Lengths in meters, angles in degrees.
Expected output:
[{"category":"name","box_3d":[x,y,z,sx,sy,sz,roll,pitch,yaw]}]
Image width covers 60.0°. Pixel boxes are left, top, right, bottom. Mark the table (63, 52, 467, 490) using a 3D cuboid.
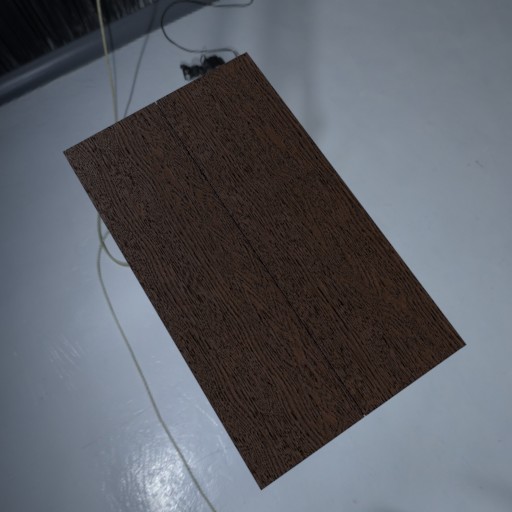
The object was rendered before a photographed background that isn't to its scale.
[{"category":"table","box_3d":[0.000,0.000,1.513,0.719,0.361,1.167,-32,77,-8]}]
